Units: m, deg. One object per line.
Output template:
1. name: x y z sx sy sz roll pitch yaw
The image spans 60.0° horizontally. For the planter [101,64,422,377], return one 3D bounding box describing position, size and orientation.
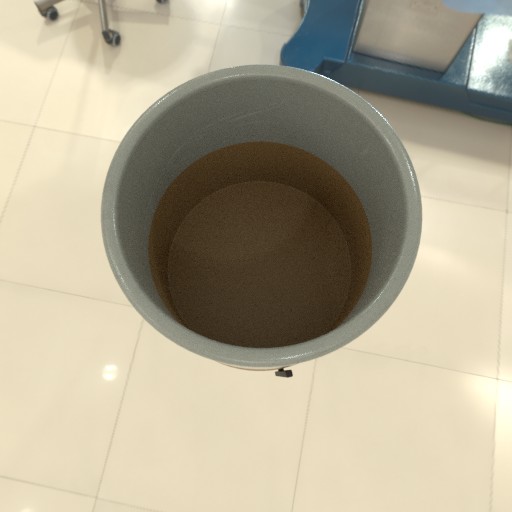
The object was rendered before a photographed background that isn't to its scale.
1. planter: 0.000 0.000 0.702 0.360 0.480 0.348 18 76 5
